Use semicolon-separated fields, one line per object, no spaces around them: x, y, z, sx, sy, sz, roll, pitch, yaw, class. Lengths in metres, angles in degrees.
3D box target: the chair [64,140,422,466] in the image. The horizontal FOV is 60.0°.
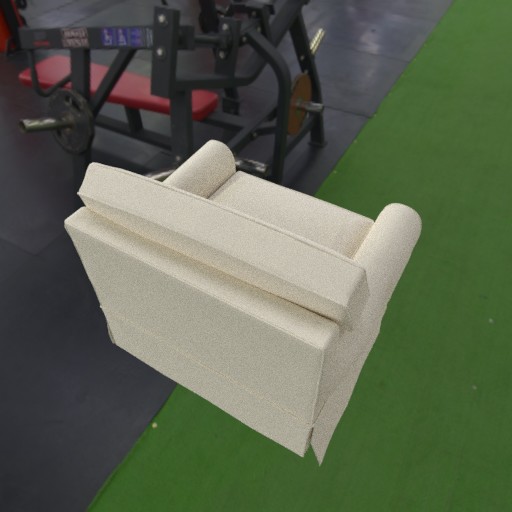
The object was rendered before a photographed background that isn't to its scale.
0.000;0.000;1.800;1.099;0.958;0.904;24;51;21;chair
